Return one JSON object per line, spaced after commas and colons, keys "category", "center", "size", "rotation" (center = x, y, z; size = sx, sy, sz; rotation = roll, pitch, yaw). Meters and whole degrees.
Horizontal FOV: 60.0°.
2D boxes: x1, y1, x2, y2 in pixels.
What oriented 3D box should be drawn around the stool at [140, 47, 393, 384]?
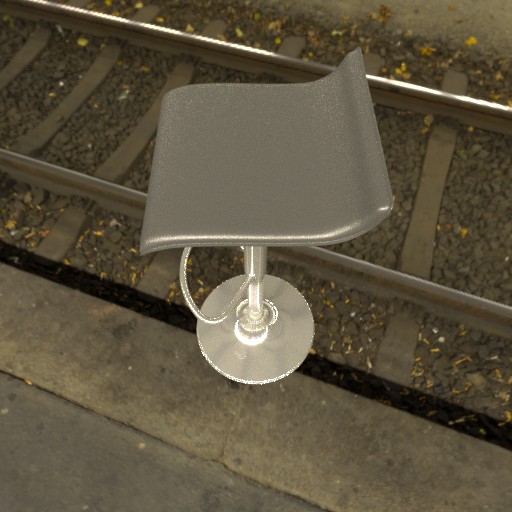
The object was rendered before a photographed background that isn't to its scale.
{"category": "stool", "center": [0.000, 0.000, 1.065], "size": [0.381, 0.851, 0.381], "rotation": [0, 58, 0]}
